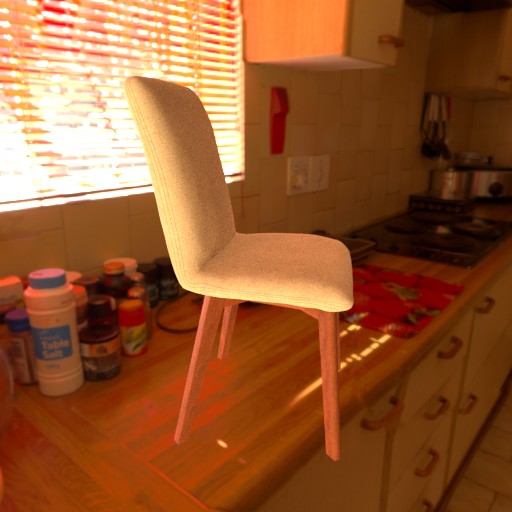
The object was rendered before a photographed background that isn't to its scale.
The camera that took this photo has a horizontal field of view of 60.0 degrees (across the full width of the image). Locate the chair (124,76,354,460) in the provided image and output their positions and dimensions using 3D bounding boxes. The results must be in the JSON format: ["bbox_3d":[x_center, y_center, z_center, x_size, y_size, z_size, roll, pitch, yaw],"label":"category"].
[{"bbox_3d":[0.000,0.000,1.318,0.563,0.974,0.522,3,17,10],"label":"chair"}]
